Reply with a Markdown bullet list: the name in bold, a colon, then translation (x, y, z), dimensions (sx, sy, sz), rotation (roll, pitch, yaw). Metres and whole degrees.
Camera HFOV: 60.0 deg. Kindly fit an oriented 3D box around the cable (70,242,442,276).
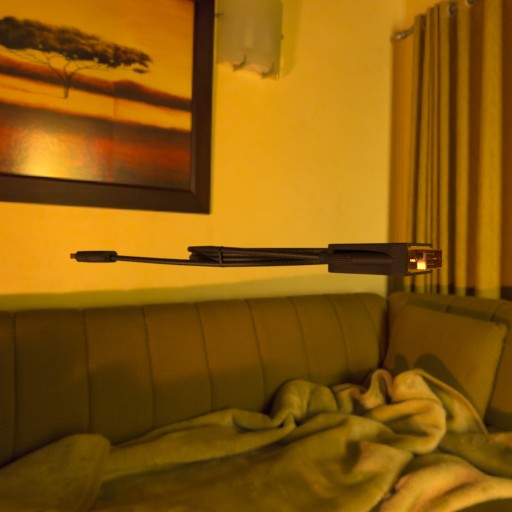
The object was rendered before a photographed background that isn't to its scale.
- **cable**: translation (0.000, 0.000, 0.328), dimensions (0.281, 0.015, 0.136), rotation (1, 1, 38)
